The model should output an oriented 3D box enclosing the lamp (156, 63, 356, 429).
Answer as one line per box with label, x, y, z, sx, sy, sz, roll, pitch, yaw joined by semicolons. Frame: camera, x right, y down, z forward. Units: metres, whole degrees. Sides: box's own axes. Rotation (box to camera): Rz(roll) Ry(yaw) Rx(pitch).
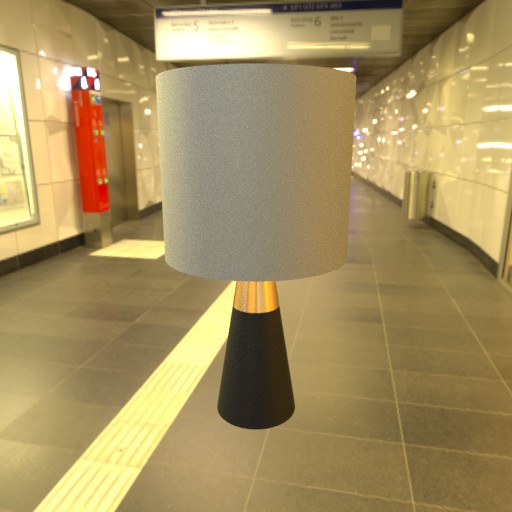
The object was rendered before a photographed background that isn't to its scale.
lamp;0.000;0.000;0.766;0.308;0.580;0.308;-2;14;-7
